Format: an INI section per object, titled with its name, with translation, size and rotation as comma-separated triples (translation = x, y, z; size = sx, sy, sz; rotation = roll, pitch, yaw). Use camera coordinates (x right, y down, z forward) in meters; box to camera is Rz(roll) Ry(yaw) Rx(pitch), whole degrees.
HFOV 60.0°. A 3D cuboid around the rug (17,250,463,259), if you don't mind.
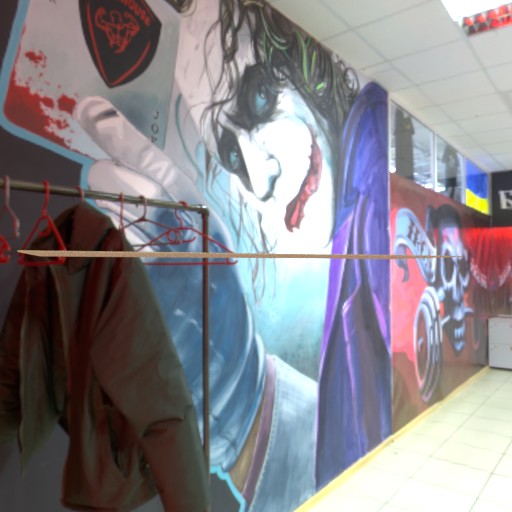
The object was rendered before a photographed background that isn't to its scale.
[rug]
translation = 0.000, 0.000, 2.656
size = 2.437, 0.006, 0.686
rotation = 1, -2, -18
